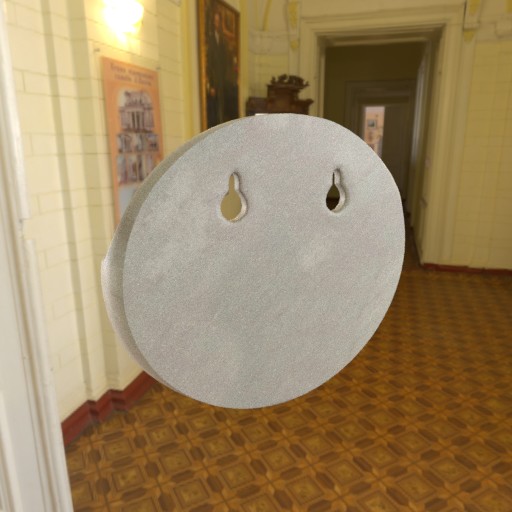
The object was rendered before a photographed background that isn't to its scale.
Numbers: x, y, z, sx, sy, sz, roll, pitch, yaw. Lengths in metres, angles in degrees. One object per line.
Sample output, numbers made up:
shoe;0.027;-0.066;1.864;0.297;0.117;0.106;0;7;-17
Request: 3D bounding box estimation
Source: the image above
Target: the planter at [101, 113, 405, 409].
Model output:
planter;0.000;0.000;0.272;0.190;0.164;0.073;-8;17;-28
